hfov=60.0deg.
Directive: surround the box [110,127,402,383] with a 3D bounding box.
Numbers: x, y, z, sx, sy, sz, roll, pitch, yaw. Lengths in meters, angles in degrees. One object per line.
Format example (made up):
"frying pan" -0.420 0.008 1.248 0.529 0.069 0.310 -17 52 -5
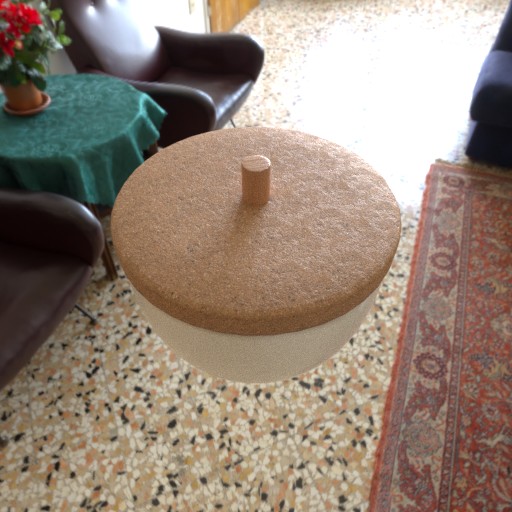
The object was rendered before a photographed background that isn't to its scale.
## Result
"box" 0.000 0.000 0.188 0.107 0.094 0.107 0 47 0
